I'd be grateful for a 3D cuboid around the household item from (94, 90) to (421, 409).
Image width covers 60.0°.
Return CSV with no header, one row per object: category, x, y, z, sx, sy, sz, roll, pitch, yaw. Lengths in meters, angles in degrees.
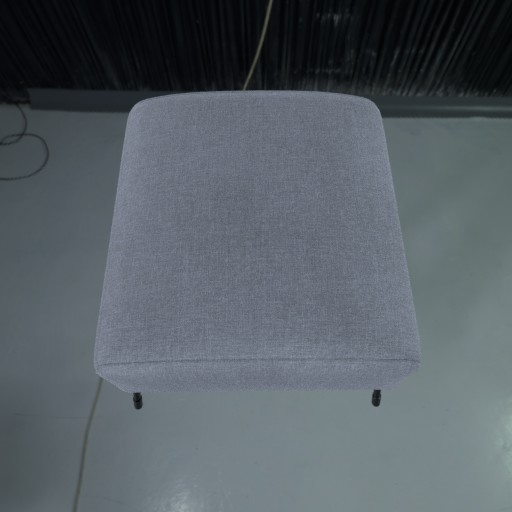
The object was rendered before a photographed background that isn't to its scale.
household item,0.000,0.000,0.877,0.530,0.410,0.530,-1,65,0
